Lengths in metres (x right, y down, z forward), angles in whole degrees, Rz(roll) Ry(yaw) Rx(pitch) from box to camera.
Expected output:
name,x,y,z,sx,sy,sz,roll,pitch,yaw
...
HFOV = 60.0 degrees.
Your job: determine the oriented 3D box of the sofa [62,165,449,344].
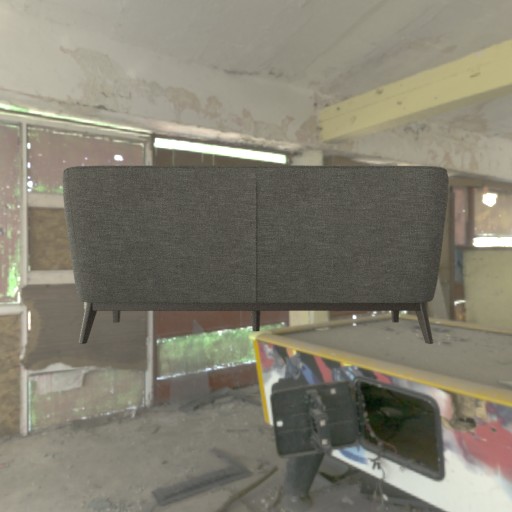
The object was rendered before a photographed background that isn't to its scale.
name,x,y,z,sx,sy,sz,roll,pitch,yaw
sofa,0.000,0.000,2.407,1.928,0.829,0.867,0,0,0
